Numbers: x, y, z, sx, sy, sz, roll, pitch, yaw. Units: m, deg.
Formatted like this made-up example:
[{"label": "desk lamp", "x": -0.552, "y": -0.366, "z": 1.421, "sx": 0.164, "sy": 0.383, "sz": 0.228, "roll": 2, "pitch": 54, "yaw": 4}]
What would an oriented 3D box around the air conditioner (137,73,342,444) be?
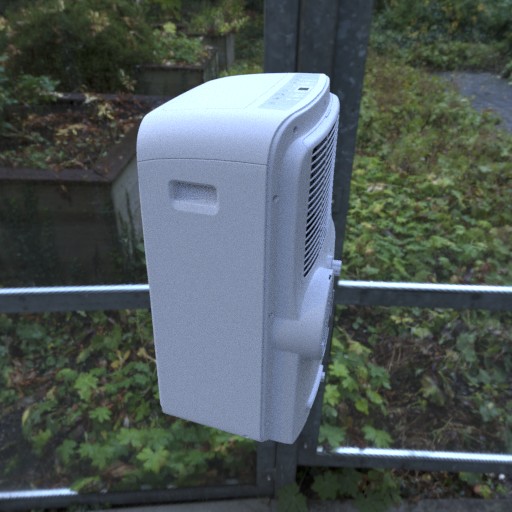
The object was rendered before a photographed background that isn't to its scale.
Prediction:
[{"label": "air conditioner", "x": 0.000, "y": 0.000, "z": 0.961, "sx": 0.365, "sy": 0.700, "sz": 0.454, "roll": 8, "pitch": 33, "yaw": 13}]
